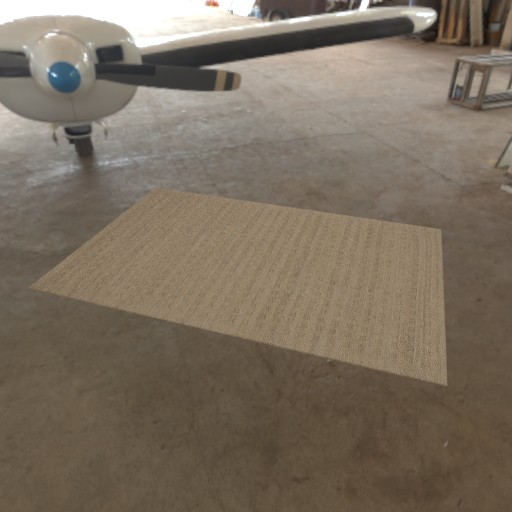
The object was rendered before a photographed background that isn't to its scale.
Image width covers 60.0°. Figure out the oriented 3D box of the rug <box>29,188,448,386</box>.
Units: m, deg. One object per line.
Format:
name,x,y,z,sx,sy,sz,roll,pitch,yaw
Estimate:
rug,0.000,0.000,2.197,1.752,0.006,1.142,10,34,15
